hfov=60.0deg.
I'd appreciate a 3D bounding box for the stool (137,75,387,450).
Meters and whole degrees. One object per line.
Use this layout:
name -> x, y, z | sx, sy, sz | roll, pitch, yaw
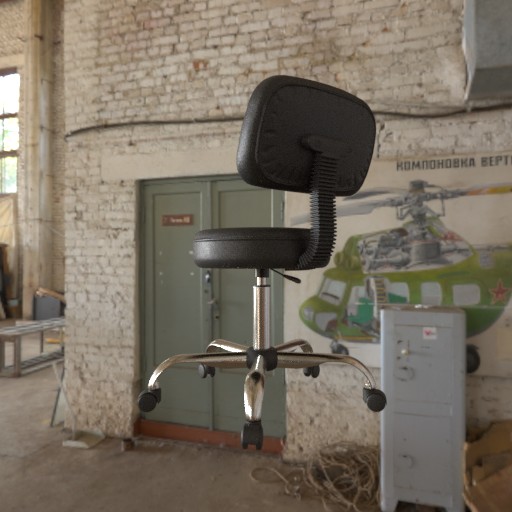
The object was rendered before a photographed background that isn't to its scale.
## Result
stool -> 0.000, 0.000, 1.343 | 0.673, 0.862, 0.648 | 0, -1, -36
